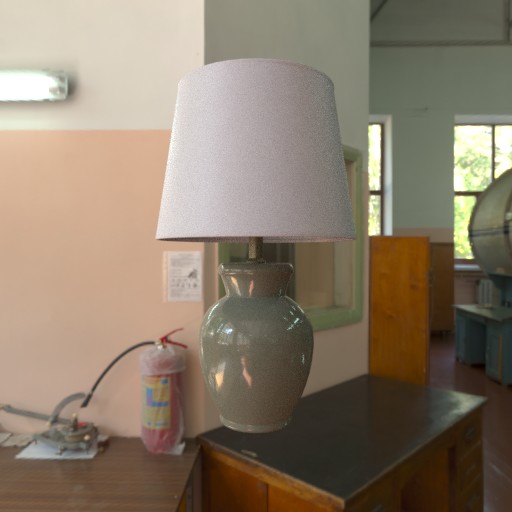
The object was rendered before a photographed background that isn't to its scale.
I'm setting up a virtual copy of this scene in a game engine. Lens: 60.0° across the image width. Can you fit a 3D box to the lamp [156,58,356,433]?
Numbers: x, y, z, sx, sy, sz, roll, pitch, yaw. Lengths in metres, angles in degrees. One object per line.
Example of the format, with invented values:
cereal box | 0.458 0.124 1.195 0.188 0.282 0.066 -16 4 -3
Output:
lamp | 0.000 0.000 0.541 0.239 0.399 0.239 0 0 0
